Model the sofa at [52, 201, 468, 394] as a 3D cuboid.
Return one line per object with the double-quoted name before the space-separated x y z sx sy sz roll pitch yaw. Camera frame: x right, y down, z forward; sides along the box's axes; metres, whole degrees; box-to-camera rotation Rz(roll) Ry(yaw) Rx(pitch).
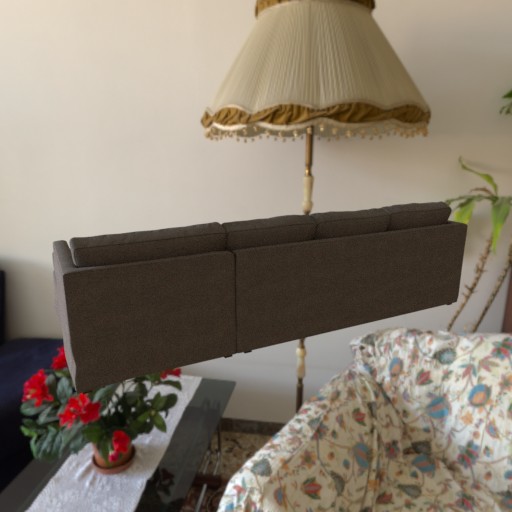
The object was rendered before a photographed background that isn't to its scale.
"sofa" 0.000 0.000 3.814 3.205 0.922 1.650 -8 17 -26
